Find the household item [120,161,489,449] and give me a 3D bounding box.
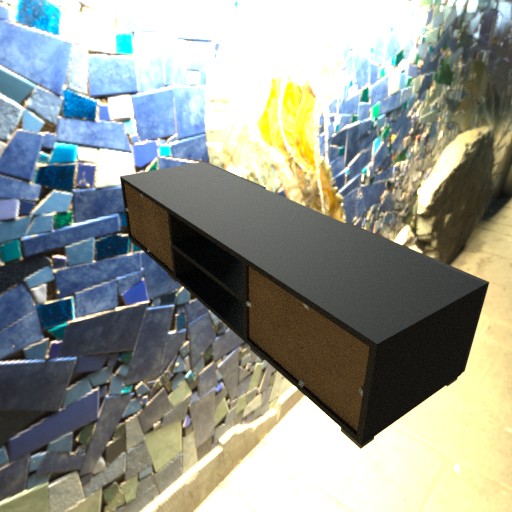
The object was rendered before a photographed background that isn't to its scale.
[{"bbox_3d":[0.000,0.000,1.564,0.420,0.310,1.400,-18,32,-31],"label":"household item"}]
